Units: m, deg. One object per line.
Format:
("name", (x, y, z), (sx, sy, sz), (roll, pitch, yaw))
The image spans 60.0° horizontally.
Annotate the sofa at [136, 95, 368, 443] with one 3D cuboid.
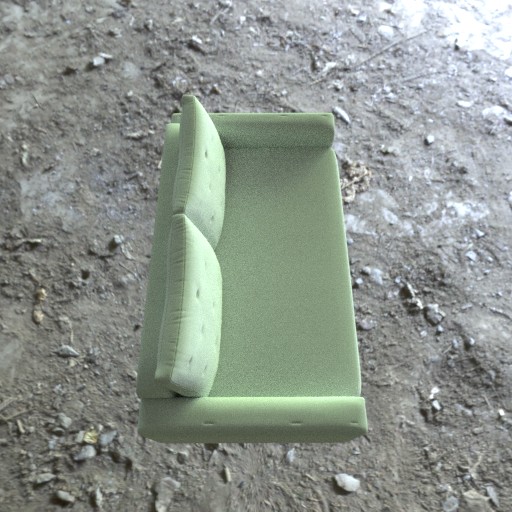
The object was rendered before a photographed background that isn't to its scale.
("sofa", (0.000, 0.000, 2.157), (0.920, 0.790, 1.650), (0, 63, 0))
